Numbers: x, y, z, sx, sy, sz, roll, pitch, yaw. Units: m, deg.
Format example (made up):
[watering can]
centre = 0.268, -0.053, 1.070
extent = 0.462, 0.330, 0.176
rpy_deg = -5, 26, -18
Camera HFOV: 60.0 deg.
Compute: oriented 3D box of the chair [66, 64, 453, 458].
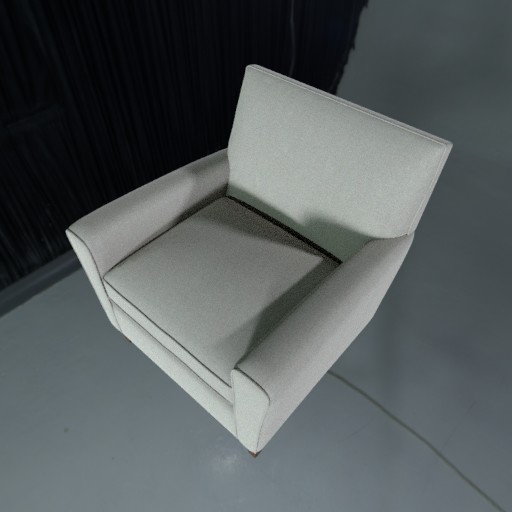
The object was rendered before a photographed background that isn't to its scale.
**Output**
[chair]
centre = 0.000, 0.000, 1.536
extent = 0.840, 0.846, 0.871
rpy_deg = 33, 56, 26
